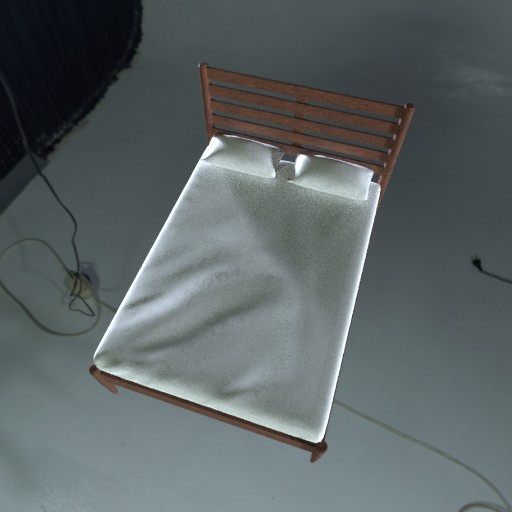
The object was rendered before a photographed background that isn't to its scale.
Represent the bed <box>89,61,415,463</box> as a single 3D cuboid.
[{"bbox_3d":[0.000,0.000,3.020,1.509,1.304,2.093,15,59,10],"label":"bed"}]
